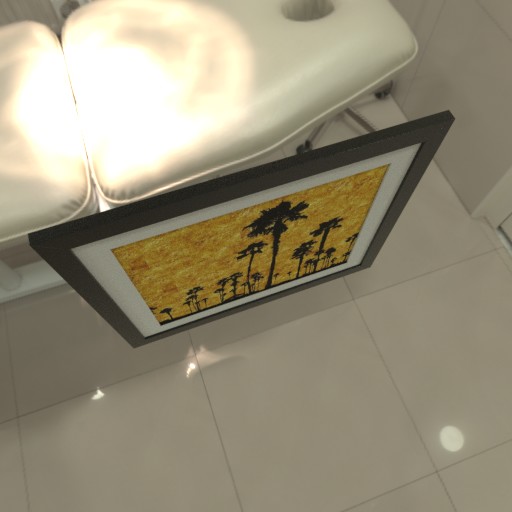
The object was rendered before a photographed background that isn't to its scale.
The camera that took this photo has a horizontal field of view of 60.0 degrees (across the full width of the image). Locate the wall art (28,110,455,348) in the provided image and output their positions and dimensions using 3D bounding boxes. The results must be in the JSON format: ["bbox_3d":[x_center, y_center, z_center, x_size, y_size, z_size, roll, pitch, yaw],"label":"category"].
[{"bbox_3d":[0.000,0.000,0.528,0.383,0.332,0.012,-18,66,-8],"label":"wall art"}]
